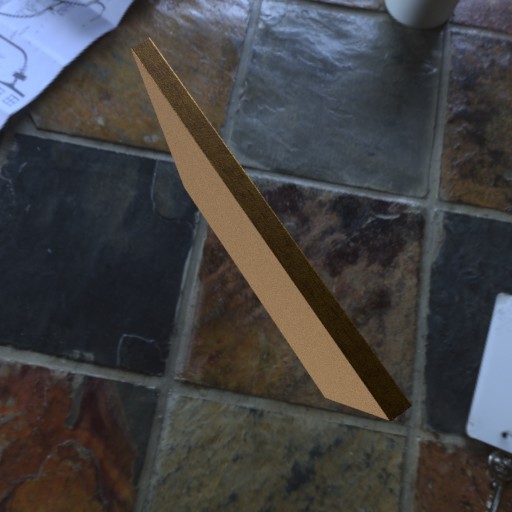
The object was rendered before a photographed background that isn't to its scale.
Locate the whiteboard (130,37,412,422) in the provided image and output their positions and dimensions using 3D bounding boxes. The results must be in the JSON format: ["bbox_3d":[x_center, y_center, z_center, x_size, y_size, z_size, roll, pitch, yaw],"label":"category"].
[{"bbox_3d":[0.000,0.000,0.752,0.029,0.457,0.561,-33,78,-8],"label":"whiteboard"}]
